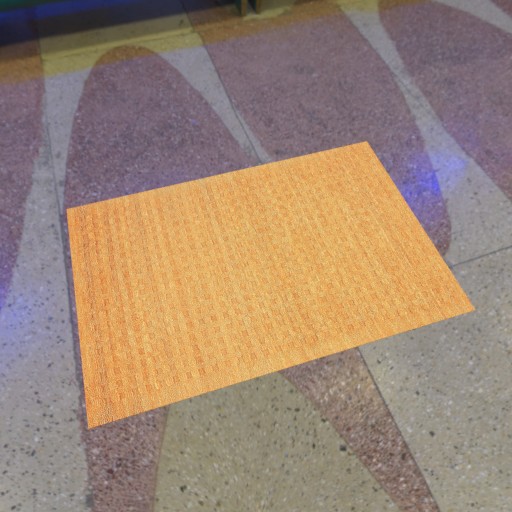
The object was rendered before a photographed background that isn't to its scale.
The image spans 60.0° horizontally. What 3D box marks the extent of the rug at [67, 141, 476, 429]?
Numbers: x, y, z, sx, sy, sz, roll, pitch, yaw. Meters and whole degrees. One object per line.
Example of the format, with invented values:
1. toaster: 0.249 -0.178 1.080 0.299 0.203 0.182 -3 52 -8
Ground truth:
1. rug: 0.000 0.000 2.873 2.285 0.006 1.524 -15 58 -9
